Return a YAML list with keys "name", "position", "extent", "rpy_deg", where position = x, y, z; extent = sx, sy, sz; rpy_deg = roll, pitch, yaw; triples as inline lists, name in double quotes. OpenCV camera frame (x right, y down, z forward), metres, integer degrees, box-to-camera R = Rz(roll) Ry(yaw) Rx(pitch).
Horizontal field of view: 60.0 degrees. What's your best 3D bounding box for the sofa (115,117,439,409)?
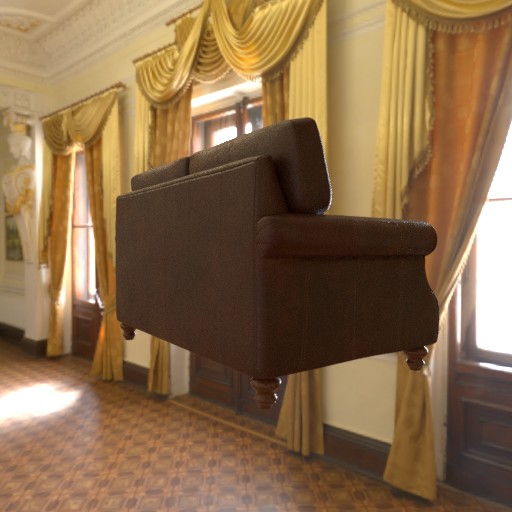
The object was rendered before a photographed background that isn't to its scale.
- name: "sofa"
  position: [0.000, 0.000, 2.250]
  extent: [0.990, 0.976, 1.616]
  rpy_deg: [-1, 1, -35]
